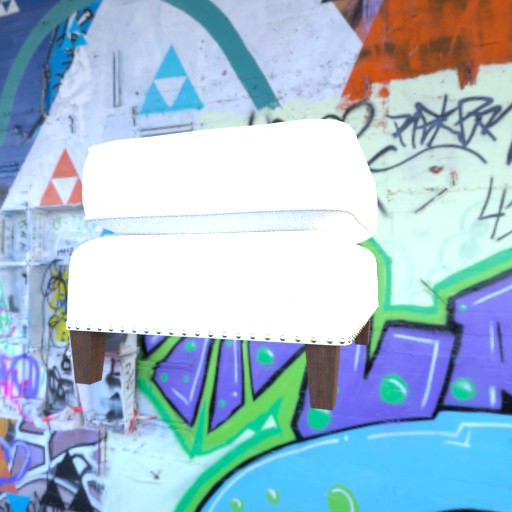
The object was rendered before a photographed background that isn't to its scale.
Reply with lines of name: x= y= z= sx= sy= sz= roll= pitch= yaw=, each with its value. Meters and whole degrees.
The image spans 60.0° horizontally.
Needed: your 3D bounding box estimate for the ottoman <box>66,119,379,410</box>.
ottoman: x=0.000 y=0.000 z=1.156 sx=0.589 sy=0.537 sz=0.738 roll=0 pitch=-1 yaw=19
